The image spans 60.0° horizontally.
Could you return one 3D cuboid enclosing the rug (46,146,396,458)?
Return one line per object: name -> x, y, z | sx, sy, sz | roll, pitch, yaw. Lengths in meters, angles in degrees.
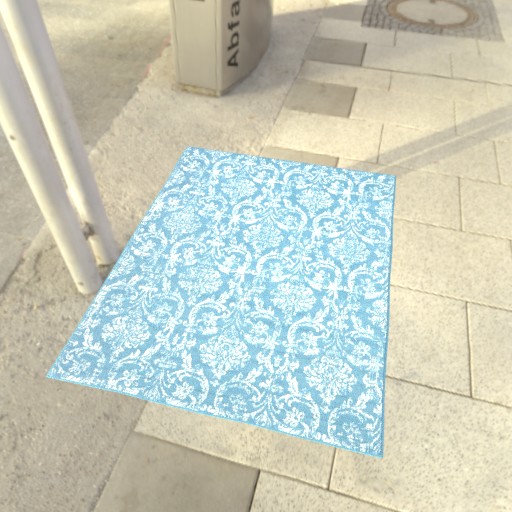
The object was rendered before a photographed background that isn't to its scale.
rug -> 0.000, 0.000, 3.951 | 2.363, 0.012, 2.980 | 10, 48, 9
